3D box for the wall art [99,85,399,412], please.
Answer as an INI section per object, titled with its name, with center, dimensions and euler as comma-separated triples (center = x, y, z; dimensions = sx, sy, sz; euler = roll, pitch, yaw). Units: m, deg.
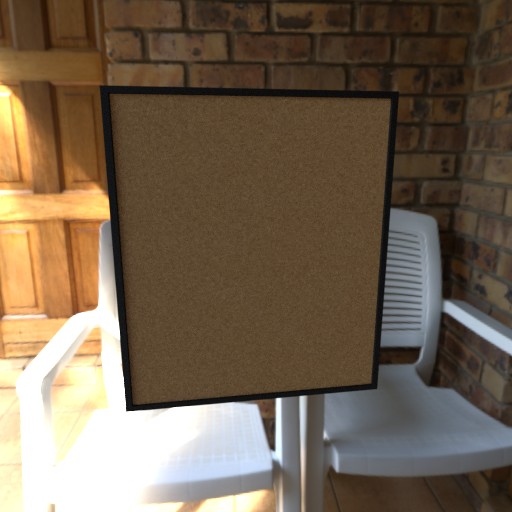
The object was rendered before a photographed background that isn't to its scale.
[wall art]
center = 0.000, 0.000, 0.538
dimensions = 0.330, 0.381, 0.019
euler = -2, 14, -9
